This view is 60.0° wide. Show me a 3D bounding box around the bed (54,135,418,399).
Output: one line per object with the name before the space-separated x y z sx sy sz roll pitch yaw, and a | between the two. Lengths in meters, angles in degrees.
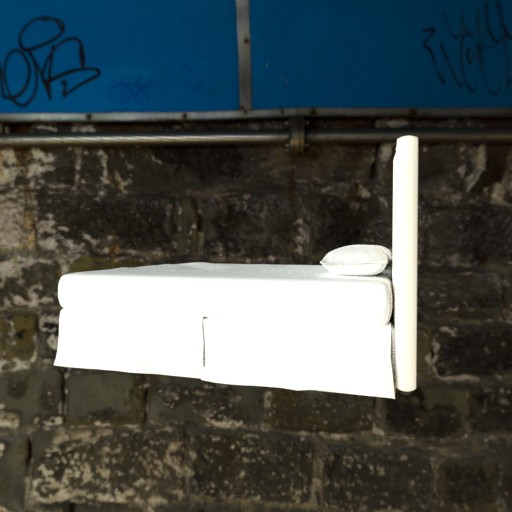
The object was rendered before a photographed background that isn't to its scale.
bed | 0.000 0.000 3.404 2.282 1.436 1.821 0 1 18
